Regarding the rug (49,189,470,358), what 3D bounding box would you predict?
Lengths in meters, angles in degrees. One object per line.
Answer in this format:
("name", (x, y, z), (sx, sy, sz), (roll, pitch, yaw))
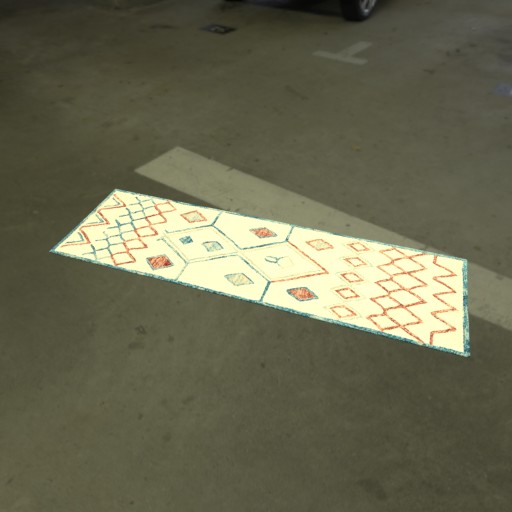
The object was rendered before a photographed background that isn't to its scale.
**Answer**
("rug", (0.000, 0.000, 2.699), (2.435, 0.011, 0.750), (13, 43, 14))
